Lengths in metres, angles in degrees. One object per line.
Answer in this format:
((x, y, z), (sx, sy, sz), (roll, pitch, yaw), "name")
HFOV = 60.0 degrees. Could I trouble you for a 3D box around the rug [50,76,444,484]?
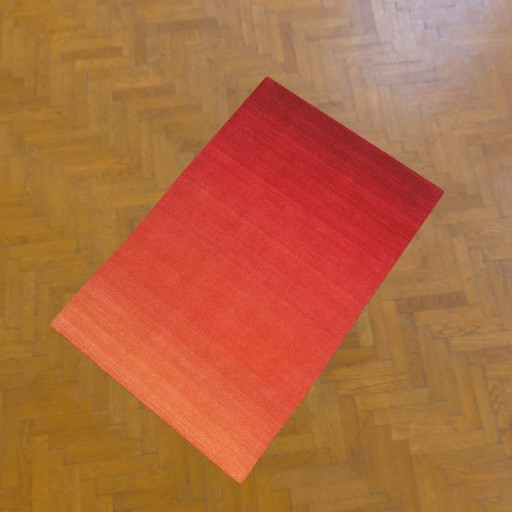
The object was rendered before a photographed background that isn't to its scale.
((0.000, 0.000, 2.330), (1.230, 0.018, 1.835), (36, 78, 9), "rug")
